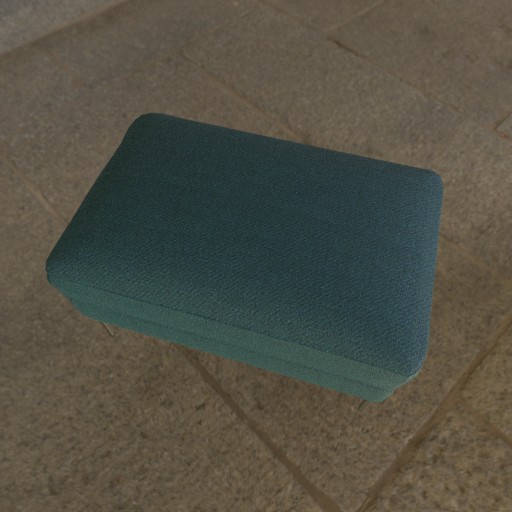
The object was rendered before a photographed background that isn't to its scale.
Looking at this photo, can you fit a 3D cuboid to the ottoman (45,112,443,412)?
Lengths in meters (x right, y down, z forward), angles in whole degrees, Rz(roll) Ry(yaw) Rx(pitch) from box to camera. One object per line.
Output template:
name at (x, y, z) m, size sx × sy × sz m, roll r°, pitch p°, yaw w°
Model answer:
ottoman at (0.000, 0.000, 1.196) m, size 0.856 × 0.498 × 0.563 m, roll 14°, pitch 59°, yaw 9°
